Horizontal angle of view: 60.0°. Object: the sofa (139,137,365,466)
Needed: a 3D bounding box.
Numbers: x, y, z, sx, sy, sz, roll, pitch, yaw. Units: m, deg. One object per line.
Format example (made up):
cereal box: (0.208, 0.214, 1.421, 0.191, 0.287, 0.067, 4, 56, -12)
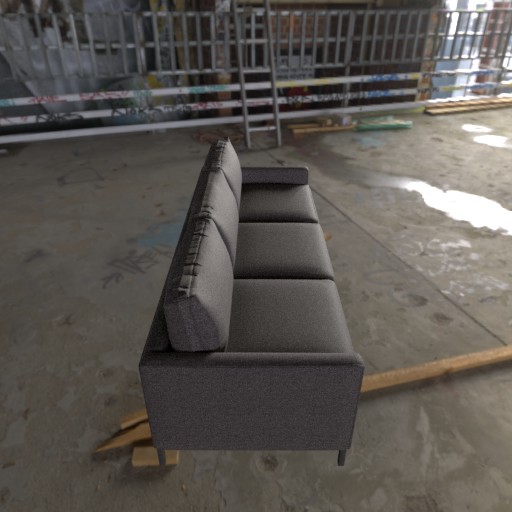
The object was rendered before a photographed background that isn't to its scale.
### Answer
sofa: (0.000, 0.000, 2.686, 0.876, 0.882, 2.253, 0, 31, 0)
